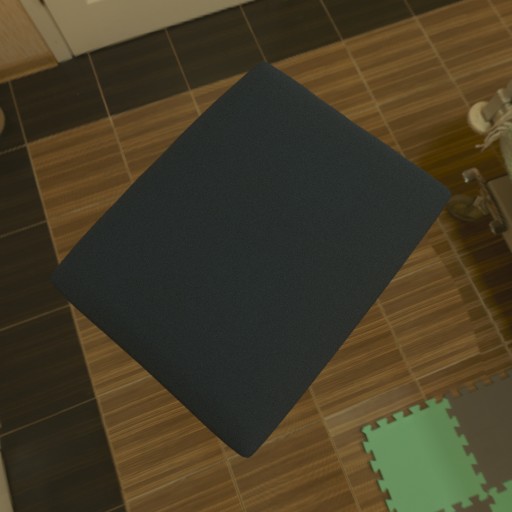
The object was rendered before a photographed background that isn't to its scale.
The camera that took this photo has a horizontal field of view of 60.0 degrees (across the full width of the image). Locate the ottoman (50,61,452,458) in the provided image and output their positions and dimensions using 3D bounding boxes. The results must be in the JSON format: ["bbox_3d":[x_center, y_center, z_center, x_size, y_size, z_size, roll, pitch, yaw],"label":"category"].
[{"bbox_3d":[0.000,0.000,1.147,0.584,0.513,0.741,39,78,10],"label":"ottoman"}]
